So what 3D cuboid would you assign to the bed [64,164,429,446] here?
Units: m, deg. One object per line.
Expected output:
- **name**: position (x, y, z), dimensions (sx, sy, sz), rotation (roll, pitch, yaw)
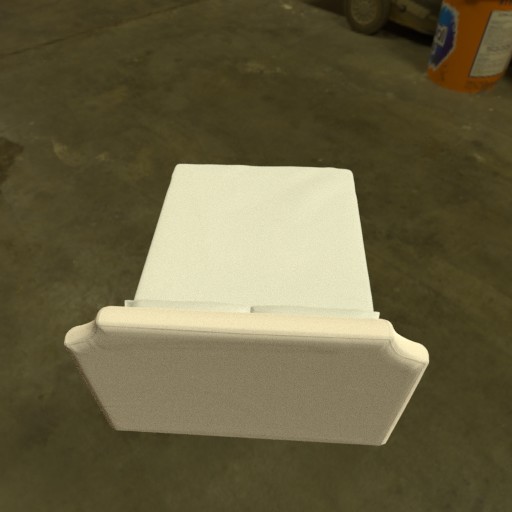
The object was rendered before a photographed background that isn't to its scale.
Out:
- **bed**: position (0.000, 0.000, 3.217), dimensions (1.828, 1.297, 2.164), rotation (2, 47, 2)
